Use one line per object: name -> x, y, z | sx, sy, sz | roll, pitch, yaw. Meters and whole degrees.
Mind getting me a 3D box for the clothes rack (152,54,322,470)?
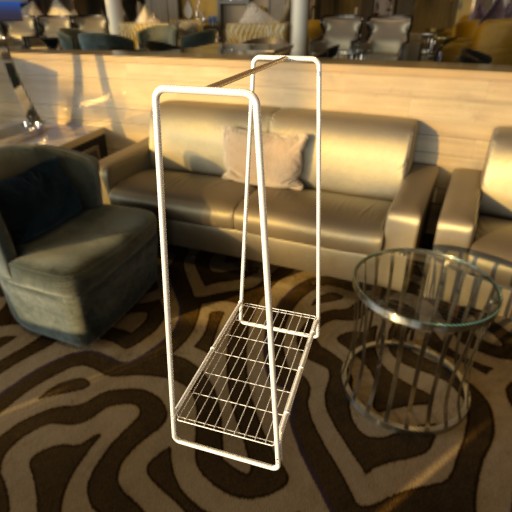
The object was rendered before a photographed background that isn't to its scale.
clothes rack -> 0.000, 0.000, 1.904 | 0.495, 1.500, 0.900 | 9, 31, 15
